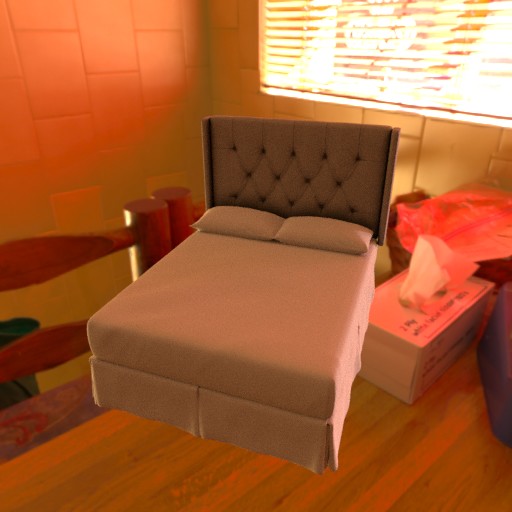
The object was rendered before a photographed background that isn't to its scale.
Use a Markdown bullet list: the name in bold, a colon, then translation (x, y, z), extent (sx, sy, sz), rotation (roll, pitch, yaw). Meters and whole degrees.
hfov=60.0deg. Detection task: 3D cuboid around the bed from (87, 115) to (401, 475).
- **bed**: translation (0.000, 0.000, 3.296), extent (1.719, 1.665, 2.066), rotation (9, 28, 18)
